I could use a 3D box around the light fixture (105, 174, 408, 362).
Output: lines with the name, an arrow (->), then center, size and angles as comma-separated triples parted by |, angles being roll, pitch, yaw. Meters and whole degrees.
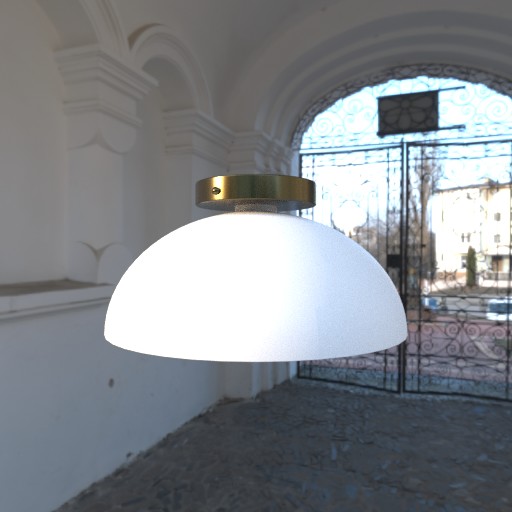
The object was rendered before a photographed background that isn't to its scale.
light fixture -> 0.000, 0.000, 0.548 | 0.355, 0.177, 0.355 | 0, 0, 0
